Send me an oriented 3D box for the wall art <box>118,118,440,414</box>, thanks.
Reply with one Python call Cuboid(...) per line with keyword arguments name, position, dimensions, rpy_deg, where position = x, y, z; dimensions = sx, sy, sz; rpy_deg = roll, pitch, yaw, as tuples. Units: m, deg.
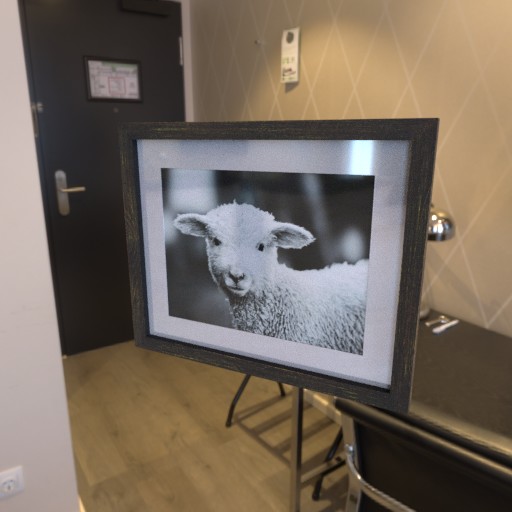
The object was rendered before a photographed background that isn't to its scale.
Cuboid(name="wall art", position=(0.000, 0.000, 0.785), dimensions=(0.558, 0.457, 0.032), rpy_deg=(7, 17, 25))
